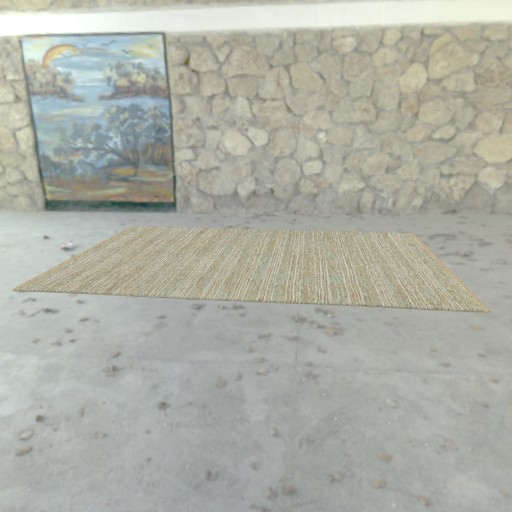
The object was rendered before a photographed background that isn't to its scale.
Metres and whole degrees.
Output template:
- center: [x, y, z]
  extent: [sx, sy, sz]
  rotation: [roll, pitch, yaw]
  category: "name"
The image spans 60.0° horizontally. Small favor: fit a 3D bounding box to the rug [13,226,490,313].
- center: [0.000, 0.000, 2.265]
  extent: [1.824, 0.010, 1.240]
  rotation: [2, 16, 7]
  category: "rug"
